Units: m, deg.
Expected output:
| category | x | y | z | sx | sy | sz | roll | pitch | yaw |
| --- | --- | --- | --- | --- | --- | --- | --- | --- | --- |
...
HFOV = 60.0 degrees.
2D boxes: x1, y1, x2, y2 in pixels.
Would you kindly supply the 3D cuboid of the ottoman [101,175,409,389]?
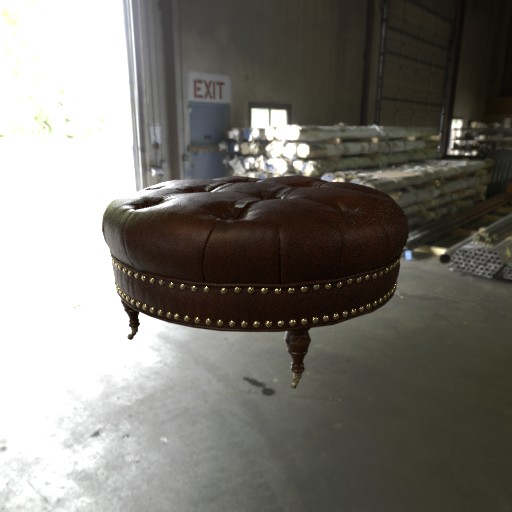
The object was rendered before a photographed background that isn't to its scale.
| category | x | y | z | sx | sy | sz | roll | pitch | yaw |
| --- | --- | --- | --- | --- | --- | --- | --- | --- | --- |
| ottoman | 0.000 | 0.000 | 1.378 | 0.901 | 0.455 | 0.901 | 0 | 16 | 0 |
